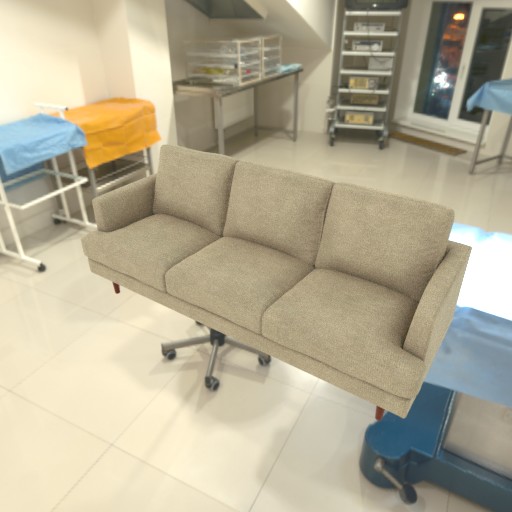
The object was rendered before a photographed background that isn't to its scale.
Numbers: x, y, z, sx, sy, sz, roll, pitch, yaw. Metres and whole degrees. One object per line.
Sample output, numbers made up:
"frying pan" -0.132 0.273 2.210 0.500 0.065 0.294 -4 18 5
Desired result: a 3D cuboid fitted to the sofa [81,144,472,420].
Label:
"sofa" 0.000 0.000 2.690 2.246 0.930 0.903 19 36 29
